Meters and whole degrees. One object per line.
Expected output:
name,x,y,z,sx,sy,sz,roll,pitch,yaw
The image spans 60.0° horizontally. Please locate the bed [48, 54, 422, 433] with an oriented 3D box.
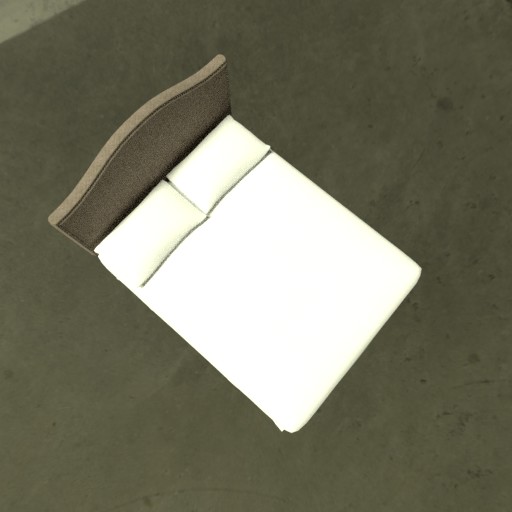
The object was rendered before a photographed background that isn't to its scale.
bed,0.000,0.000,3.324,2.153,1.518,1.713,40,79,10
